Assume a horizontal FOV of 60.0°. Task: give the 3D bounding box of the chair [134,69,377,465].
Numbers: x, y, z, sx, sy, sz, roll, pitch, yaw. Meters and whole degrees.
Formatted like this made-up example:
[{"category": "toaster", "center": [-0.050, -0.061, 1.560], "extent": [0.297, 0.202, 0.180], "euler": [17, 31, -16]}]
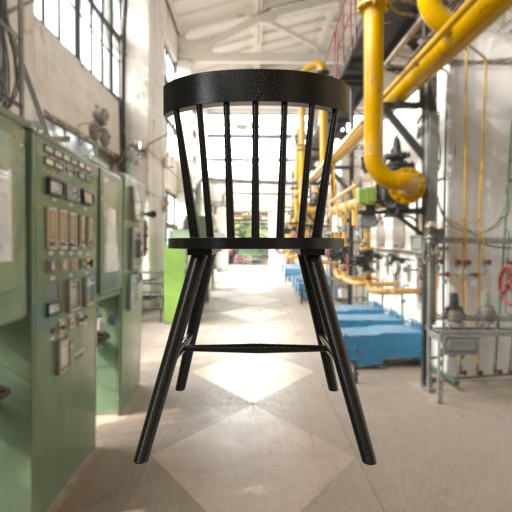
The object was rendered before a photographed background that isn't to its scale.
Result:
[{"category": "chair", "center": [0.000, 0.000, 1.138], "extent": [0.506, 0.844, 0.483], "euler": [0, 2, 1]}]
